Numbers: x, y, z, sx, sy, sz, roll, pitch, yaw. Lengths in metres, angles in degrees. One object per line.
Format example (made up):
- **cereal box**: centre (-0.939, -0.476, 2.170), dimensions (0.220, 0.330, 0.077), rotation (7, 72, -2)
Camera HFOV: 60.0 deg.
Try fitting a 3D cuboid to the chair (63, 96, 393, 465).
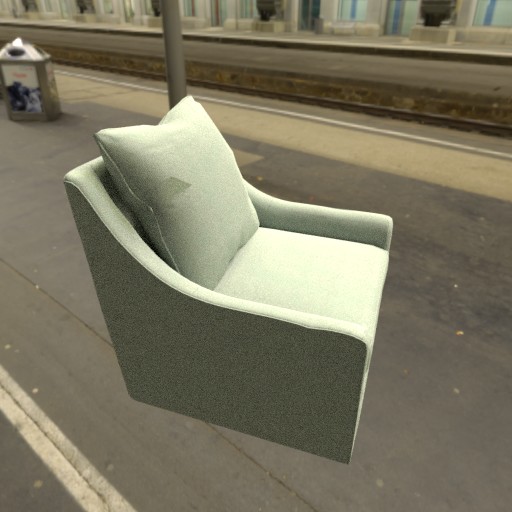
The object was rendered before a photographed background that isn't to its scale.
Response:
- **chair**: centre (0.000, 0.000, 1.531), dimensions (0.870, 0.926, 0.760), rotation (10, 31, 17)
